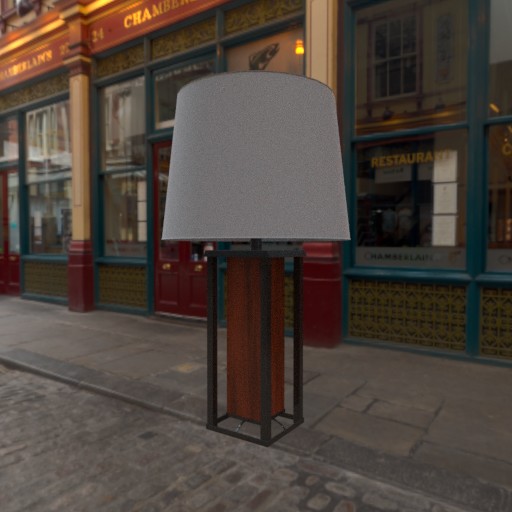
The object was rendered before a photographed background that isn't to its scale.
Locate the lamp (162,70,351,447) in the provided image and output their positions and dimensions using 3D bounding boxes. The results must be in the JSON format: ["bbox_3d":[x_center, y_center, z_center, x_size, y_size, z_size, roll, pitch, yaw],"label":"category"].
[{"bbox_3d":[0.000,0.000,0.767,0.320,0.591,0.320,0,1,0],"label":"lamp"}]
